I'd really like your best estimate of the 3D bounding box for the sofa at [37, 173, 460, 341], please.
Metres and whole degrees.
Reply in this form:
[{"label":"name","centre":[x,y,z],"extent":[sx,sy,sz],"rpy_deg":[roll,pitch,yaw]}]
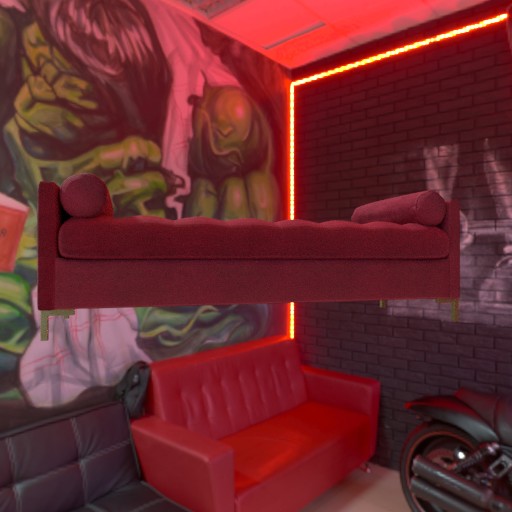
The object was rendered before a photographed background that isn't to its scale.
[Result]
[{"label":"sofa","centre":[0.000,0.000,2.454],"extent":[2.102,0.705,0.796],"rpy_deg":[0,0,-16]}]
